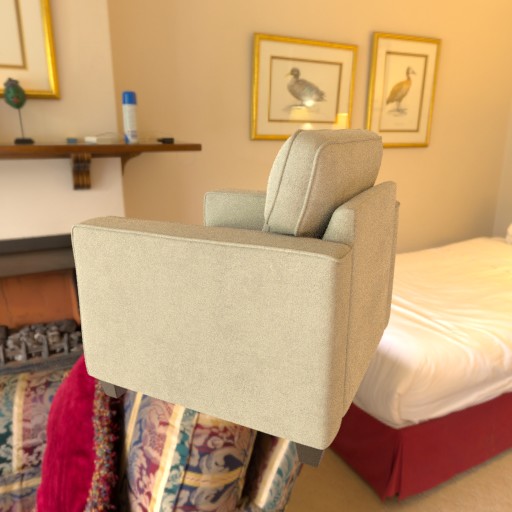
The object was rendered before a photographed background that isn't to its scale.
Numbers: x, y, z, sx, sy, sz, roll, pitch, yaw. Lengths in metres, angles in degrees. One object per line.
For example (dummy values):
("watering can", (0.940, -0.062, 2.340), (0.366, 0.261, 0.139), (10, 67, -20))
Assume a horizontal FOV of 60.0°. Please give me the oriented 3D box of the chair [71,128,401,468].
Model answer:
("chair", (0.000, 0.000, 1.749), (0.939, 0.965, 1.015), (8, 18, 25))
